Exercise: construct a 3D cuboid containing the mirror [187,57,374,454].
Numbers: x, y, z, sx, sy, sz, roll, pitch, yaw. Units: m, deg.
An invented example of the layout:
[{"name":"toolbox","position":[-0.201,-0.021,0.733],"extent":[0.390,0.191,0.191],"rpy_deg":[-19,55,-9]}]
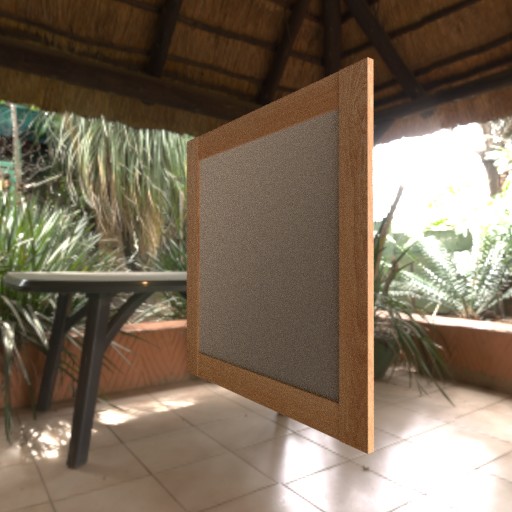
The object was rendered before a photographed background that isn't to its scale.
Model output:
[{"name":"mirror","position":[0.000,0.000,1.223],"extent":[0.020,0.800,0.800],"rpy_deg":[0,0,-36]}]
